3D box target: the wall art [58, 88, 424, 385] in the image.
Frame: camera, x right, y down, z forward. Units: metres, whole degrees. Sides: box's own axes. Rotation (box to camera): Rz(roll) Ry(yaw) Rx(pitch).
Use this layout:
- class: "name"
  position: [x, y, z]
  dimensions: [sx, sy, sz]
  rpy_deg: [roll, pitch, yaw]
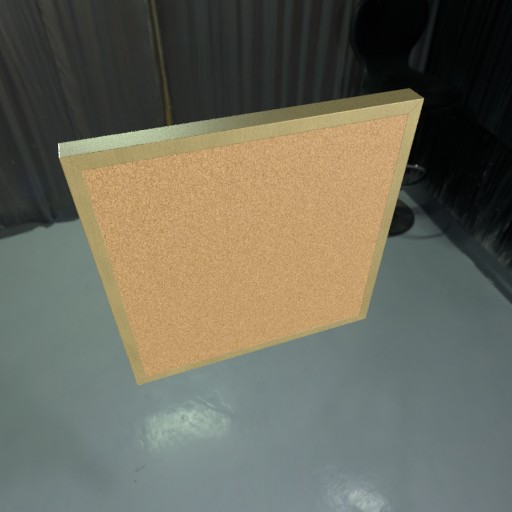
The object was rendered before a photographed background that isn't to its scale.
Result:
- class: "wall art"
  position: [0.000, 0.000, 0.772]
  dimensions: [0.508, 0.508, 0.038]
  rpy_deg: [-13, 45, -14]
